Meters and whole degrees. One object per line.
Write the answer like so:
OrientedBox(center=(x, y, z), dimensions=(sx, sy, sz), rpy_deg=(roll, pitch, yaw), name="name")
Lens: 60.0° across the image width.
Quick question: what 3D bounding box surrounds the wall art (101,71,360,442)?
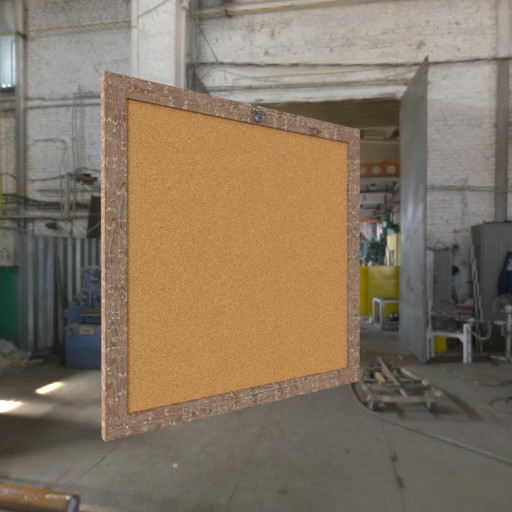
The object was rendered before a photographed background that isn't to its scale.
OrientedBox(center=(0.000, 0.000, 0.564), dimensions=(0.380, 0.380, 0.022), rpy_deg=(0, 0, -35), name="wall art")
